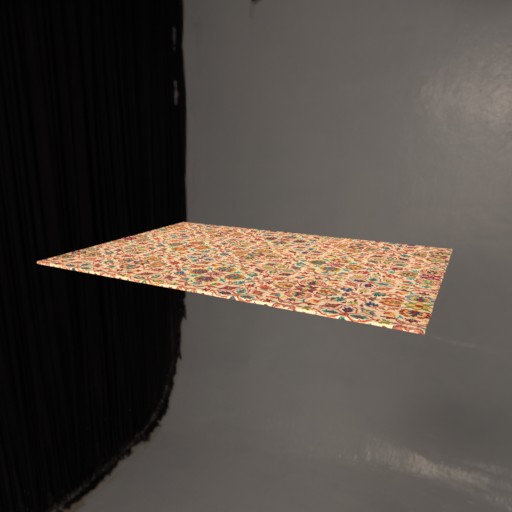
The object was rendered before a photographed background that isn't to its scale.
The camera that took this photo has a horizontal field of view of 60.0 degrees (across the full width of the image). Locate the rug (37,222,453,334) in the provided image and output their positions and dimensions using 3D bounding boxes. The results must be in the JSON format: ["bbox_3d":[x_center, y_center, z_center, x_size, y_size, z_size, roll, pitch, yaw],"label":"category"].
[{"bbox_3d":[0.000,0.000,2.929,2.297,0.018,1.541,7,17,26],"label":"rug"}]
